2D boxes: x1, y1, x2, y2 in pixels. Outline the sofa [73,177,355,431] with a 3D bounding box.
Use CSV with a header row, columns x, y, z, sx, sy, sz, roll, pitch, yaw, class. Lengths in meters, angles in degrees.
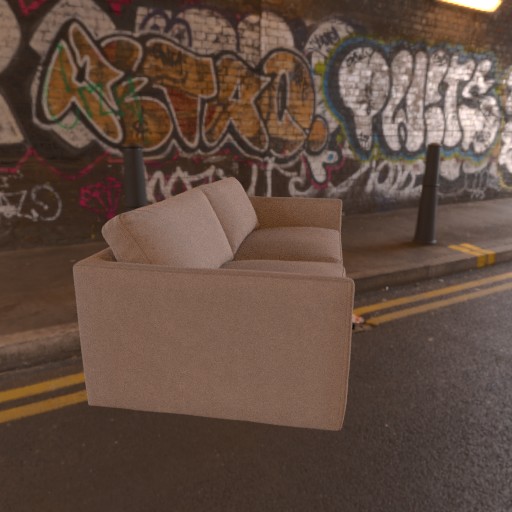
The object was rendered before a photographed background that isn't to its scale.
x,y,z,sx,sy,sz,roll,pitch,yaw,class
0.000,0.000,2.748,1.090,0.838,2.588,2,15,9,sofa
